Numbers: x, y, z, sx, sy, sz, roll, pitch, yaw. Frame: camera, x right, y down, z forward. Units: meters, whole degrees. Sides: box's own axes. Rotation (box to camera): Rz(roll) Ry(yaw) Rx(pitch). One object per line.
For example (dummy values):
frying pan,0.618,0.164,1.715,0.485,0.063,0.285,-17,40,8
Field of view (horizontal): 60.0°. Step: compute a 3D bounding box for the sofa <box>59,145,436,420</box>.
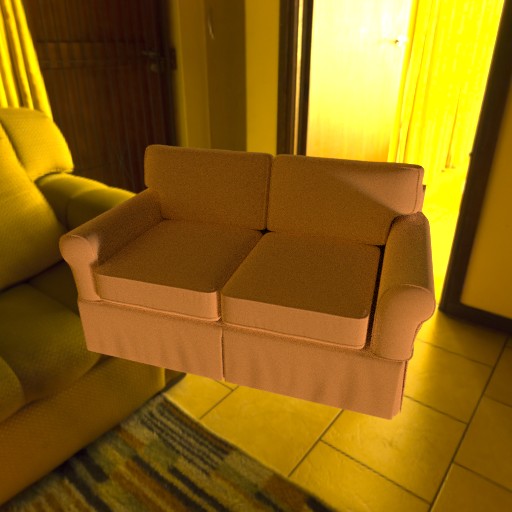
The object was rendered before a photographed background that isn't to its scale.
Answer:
sofa,0.000,0.000,2.354,1.727,0.940,0.991,8,27,16
